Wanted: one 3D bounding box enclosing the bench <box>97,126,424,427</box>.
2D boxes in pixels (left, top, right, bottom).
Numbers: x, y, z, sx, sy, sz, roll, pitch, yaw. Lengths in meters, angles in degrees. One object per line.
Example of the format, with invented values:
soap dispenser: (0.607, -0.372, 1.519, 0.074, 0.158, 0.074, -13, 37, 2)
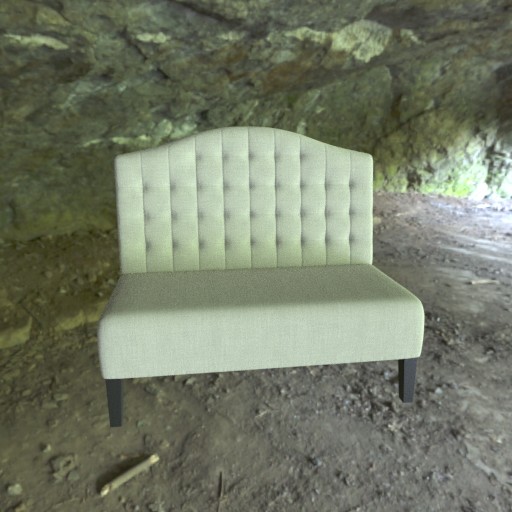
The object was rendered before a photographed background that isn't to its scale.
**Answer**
bench: (0.000, 0.000, 2.088, 1.335, 1.180, 0.815, -2, 16, -7)
